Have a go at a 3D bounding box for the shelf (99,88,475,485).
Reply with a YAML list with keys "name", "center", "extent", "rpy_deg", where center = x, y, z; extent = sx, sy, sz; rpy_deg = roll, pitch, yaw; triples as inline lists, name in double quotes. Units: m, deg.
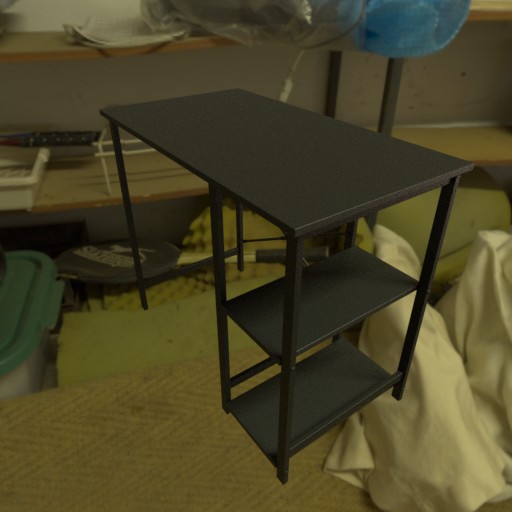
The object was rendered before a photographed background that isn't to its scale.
- name: "shelf"
  center: [0.000, 0.000, 1.329]
  extent: [0.498, 0.749, 0.902]
  rpy_deg: [-21, 38, -30]
